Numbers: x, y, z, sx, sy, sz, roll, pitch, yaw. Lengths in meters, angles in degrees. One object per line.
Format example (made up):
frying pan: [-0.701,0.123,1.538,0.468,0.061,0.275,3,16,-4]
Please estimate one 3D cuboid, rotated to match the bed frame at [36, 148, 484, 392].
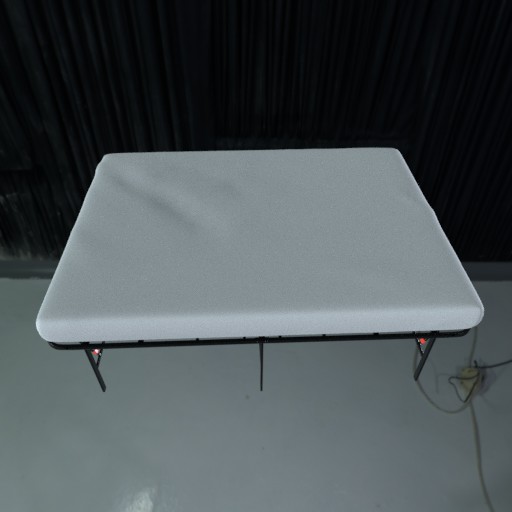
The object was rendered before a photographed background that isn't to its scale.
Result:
bed frame: [0.000,0.000,2.507,1.905,0.637,1.372,-2,43,-2]
